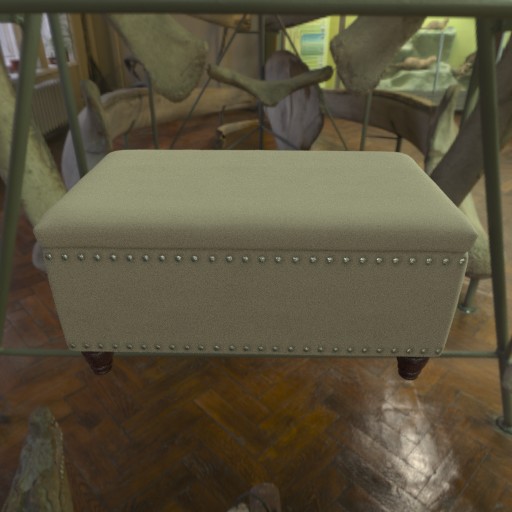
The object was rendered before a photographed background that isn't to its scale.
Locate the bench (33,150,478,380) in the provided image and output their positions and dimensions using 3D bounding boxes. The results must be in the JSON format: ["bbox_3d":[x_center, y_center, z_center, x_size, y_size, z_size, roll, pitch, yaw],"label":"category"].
[{"bbox_3d":[0.000,0.000,1.182,0.887,0.449,0.500,1,30,1],"label":"bench"}]
